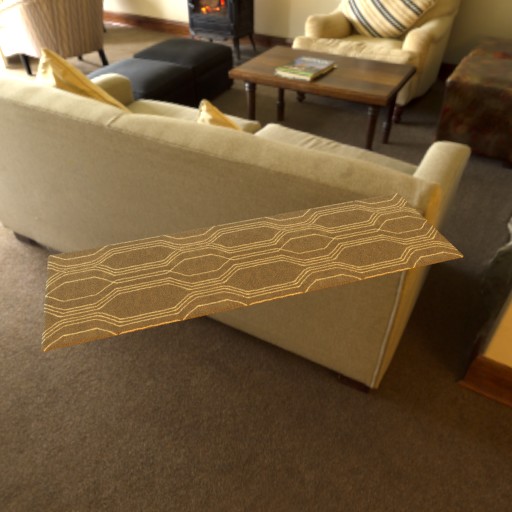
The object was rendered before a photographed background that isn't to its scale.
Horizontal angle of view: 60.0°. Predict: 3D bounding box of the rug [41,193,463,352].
[{"bbox_3d":[0.000,0.000,2.753,2.464,0.012,0.773,-11,41,-13],"label":"rug"}]
